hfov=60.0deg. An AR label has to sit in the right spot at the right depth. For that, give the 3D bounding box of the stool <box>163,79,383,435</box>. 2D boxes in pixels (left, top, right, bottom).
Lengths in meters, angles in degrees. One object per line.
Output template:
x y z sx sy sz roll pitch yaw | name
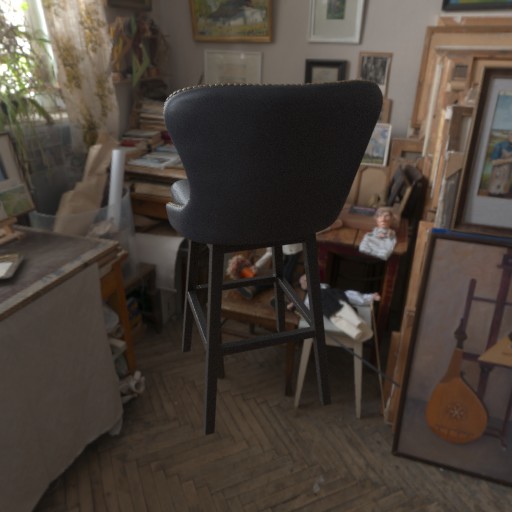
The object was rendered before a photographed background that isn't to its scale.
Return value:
0.000 0.000 1.373 0.528 1.050 0.601 -8 27 -16 | stool
